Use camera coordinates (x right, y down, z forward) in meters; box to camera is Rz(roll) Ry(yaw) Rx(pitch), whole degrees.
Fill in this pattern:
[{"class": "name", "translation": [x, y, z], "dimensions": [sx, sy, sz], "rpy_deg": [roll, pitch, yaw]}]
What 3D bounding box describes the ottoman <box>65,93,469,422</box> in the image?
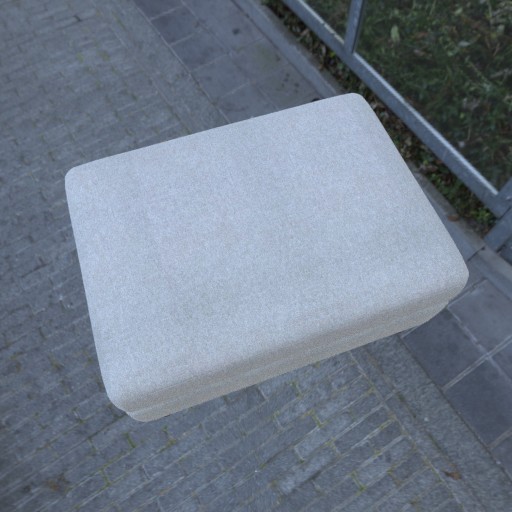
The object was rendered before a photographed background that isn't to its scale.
[{"class": "ottoman", "translation": [0.000, 0.000, 1.199], "dimensions": [0.823, 0.478, 0.610], "rpy_deg": [-17, 65, -8]}]
